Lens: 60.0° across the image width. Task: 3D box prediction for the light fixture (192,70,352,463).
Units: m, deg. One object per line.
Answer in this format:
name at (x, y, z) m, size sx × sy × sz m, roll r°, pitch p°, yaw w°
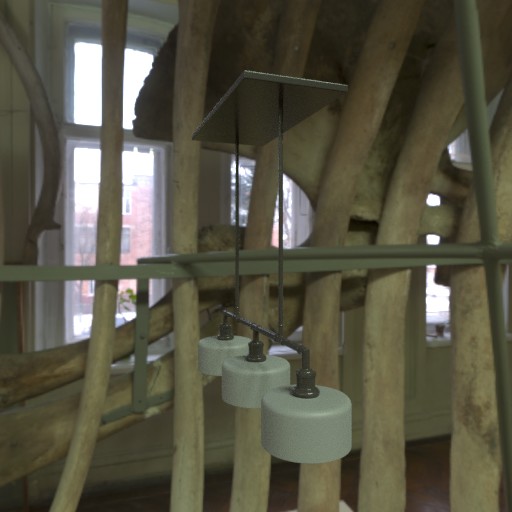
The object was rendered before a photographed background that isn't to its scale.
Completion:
light fixture at (0.000, 0.000, 0.876) m, size 0.177 × 0.557 × 0.582 m, roll 0°, pitch 1°, yaw -20°
